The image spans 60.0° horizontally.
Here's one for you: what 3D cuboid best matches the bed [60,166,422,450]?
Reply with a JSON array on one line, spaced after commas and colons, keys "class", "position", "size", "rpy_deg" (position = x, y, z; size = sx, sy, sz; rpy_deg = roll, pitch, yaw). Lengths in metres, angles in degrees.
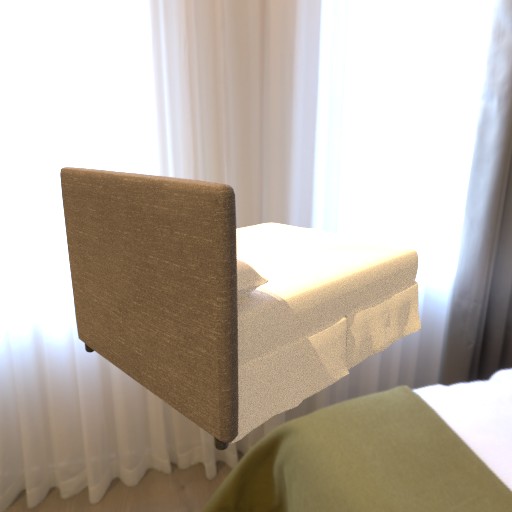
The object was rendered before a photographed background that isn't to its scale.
[{"class": "bed", "position": [0.000, 0.000, 3.268], "size": [2.142, 1.330, 1.723], "rpy_deg": [-15, 21, -43]}]
